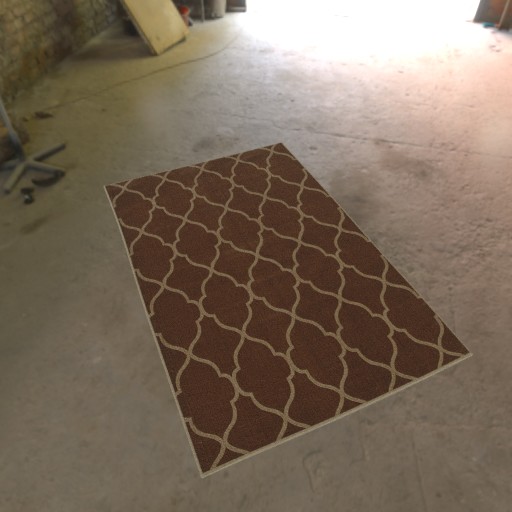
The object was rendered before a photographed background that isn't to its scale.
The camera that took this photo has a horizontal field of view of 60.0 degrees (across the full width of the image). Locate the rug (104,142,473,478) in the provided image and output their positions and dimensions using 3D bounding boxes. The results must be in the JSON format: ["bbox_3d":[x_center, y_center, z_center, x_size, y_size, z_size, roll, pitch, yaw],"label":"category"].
[{"bbox_3d":[0.000,0.000,2.860,1.528,0.014,2.294,-18,49,-16],"label":"rug"}]
